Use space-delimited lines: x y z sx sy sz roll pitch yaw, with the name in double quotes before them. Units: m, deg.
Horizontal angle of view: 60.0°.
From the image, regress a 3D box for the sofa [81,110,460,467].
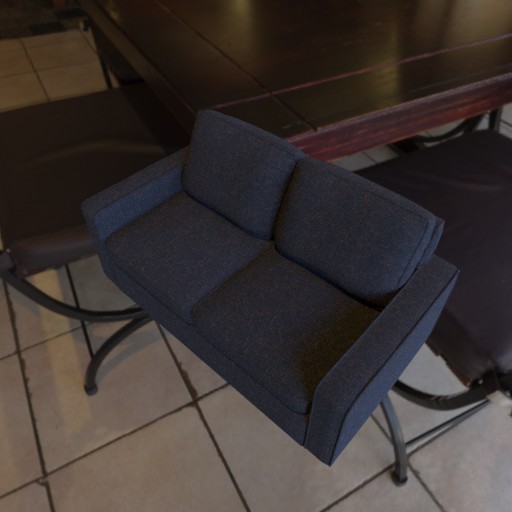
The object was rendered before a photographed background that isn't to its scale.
"sofa" 0.000 0.000 2.265 1.709 0.918 0.947 33 54 28
